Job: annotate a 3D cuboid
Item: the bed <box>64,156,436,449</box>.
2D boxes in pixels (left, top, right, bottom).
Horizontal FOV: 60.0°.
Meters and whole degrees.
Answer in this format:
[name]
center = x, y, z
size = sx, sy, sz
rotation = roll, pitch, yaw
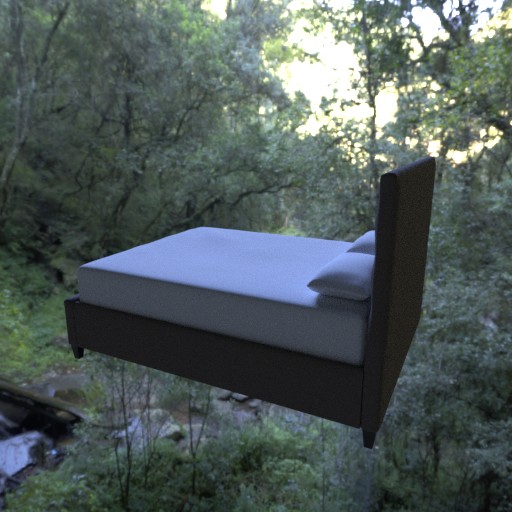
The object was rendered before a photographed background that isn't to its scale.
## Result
[bed]
center = 0.000, 0.000, 3.299
size = 2.233, 1.426, 1.696
rotation = 8, 17, 26
